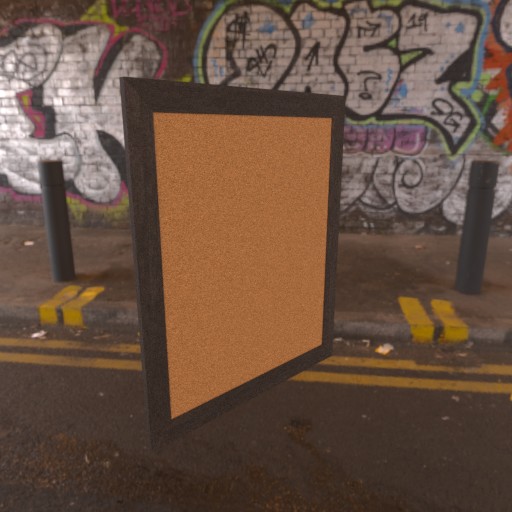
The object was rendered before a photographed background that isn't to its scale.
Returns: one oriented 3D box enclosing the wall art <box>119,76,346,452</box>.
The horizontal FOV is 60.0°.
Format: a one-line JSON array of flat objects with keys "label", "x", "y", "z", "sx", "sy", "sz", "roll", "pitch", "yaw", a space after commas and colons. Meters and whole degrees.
[{"label": "wall art", "x": 0.000, "y": 0.000, "z": 0.804, "sx": 0.476, "sy": 0.570, "sz": 0.013, "roll": -14, "pitch": 21, "yaw": -41}]
